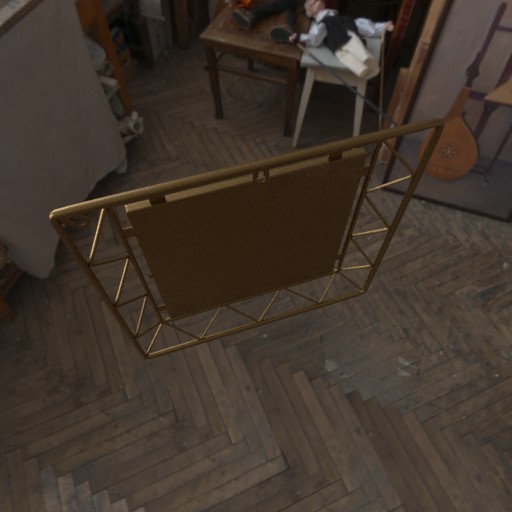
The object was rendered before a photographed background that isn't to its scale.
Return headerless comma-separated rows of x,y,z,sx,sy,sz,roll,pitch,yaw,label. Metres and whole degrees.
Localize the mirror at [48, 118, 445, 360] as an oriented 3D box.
0.000,0.000,0.622,0.416,0.414,0.046,-15,60,-9,mirror
